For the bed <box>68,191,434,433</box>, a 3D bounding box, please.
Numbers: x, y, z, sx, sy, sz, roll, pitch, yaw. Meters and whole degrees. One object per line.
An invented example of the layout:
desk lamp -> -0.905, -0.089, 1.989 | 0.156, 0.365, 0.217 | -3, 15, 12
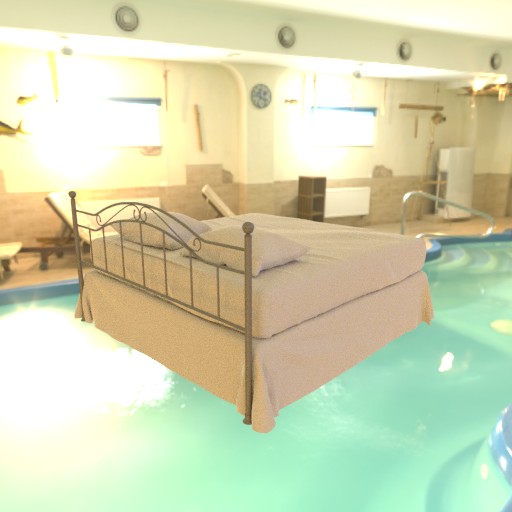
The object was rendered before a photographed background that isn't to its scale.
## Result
bed -> 0.000, 0.000, 3.646 | 2.309, 1.080, 2.220 | 14, 20, 43
